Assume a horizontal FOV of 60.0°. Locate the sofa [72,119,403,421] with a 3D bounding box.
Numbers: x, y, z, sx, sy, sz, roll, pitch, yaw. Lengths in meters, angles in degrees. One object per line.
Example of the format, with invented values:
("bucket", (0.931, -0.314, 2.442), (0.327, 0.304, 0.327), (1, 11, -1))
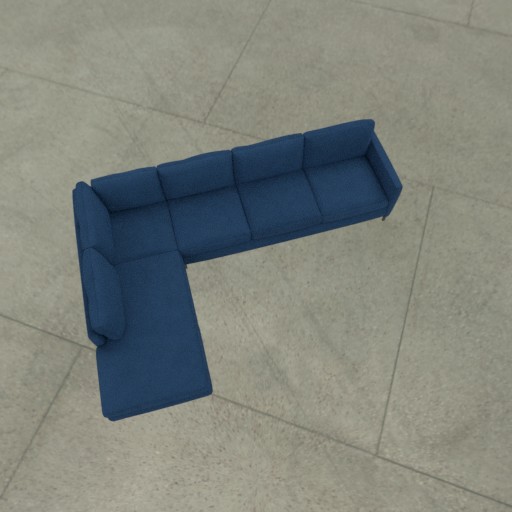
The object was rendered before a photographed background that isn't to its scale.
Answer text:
("sofa", (0.000, 0.000, 3.901), (2.949, 0.815, 2.007), (-14, 64, -7))
